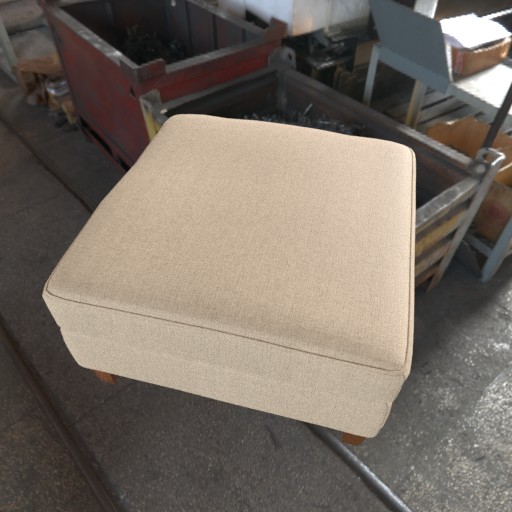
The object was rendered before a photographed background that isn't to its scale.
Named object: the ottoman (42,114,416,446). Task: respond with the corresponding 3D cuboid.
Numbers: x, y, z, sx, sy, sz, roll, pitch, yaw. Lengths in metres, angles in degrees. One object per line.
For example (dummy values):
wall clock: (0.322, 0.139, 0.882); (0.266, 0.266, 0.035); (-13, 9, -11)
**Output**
ottoman: (0.000, 0.000, 1.330); (0.838, 0.503, 0.838); (11, 48, 10)
